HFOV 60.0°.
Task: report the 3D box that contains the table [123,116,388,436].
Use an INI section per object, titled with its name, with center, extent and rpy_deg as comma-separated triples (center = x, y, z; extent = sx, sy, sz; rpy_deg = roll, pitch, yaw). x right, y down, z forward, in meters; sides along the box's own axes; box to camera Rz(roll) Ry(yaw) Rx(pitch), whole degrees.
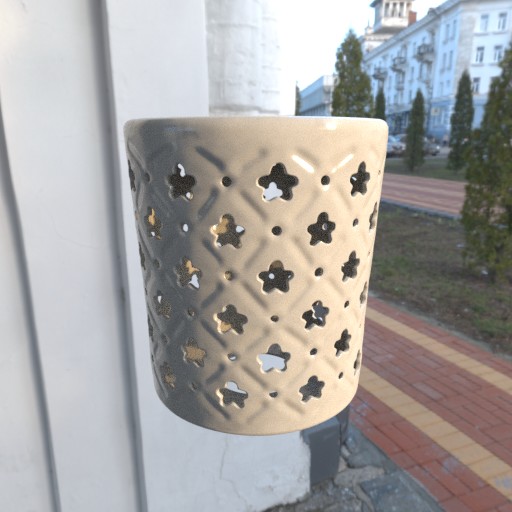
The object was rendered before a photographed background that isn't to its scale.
[table]
center = 0.000, 0.000, 0.655
extent = 0.352, 0.387, 0.352
rpy_deg = 0, 15, 0
